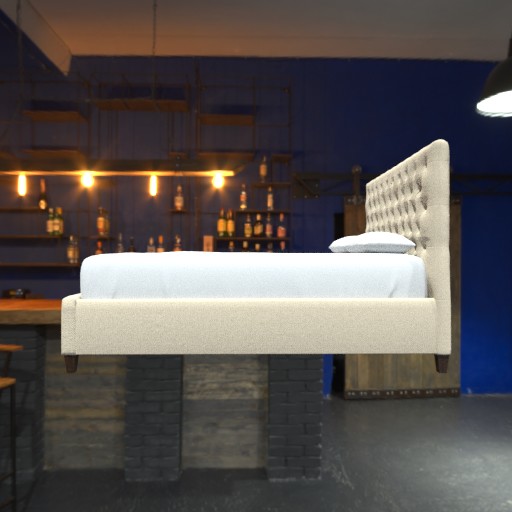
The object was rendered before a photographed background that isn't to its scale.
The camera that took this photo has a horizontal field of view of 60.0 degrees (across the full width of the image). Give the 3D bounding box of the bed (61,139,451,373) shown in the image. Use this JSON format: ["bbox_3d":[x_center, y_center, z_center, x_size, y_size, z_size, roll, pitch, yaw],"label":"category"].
[{"bbox_3d":[0.000,0.000,3.525,2.387,1.427,1.698,0,0,0],"label":"bed"}]
